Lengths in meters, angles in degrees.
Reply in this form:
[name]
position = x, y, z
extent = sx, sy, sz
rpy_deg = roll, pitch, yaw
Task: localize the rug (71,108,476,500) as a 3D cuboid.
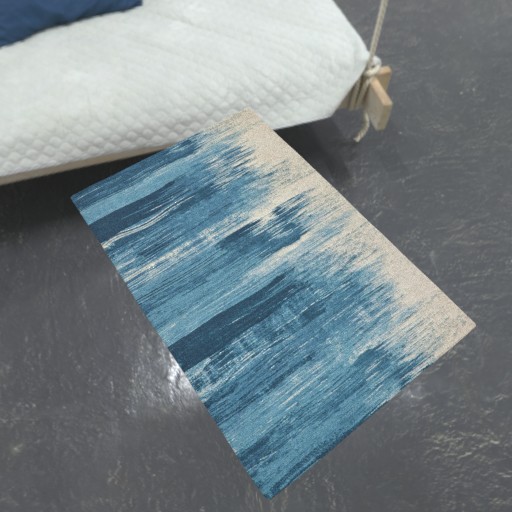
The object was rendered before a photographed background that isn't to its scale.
[rug]
position = 0.000, 0.000, 2.261
extent = 1.232, 0.009, 1.836
rpy_deg = -32, 64, -18
